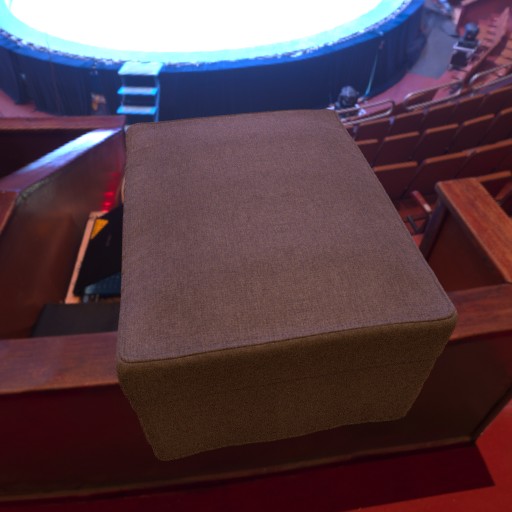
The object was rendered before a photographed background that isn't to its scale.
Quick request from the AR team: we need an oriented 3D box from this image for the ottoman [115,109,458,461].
[{"bbox_3d":[0.000,0.000,1.201,0.652,0.492,0.833,-7,47,-7],"label":"ottoman"}]
